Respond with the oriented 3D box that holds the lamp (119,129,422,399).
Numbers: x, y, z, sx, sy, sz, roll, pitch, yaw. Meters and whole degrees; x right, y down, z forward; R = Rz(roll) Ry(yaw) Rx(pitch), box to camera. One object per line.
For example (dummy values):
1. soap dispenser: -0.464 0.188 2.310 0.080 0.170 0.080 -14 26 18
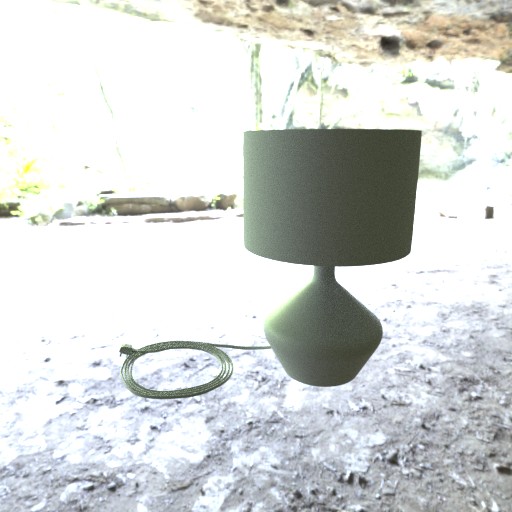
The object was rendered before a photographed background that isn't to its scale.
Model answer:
1. lamp: 0.000 0.000 0.846 0.546 0.457 0.401 7 16 26
